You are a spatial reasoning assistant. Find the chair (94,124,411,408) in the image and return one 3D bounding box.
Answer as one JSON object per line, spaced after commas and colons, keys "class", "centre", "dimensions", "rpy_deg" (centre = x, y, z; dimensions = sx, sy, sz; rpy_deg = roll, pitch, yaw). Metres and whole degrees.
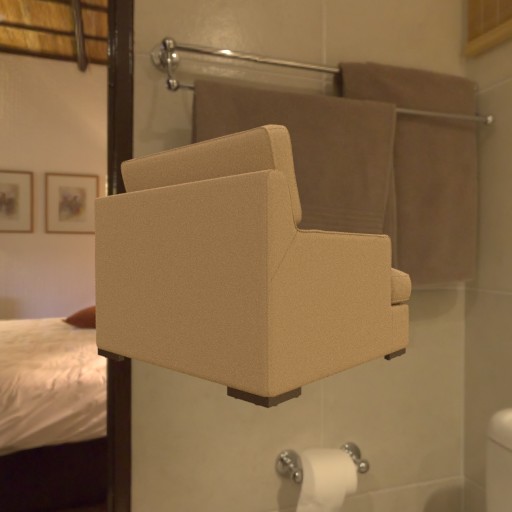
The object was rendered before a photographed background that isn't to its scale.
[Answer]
{"class": "chair", "centre": [0.000, 0.000, 2.248], "dimensions": [1.293, 1.005, 1.274], "rpy_deg": [0, 1, 35]}
